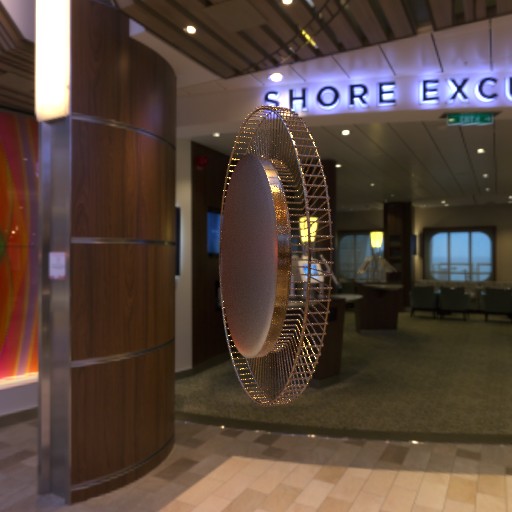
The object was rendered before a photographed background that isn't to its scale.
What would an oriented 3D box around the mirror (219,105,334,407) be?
[{"bbox_3d":[0.000,0.000,1.090,0.067,0.703,0.703,0,0,-17],"label":"mirror"}]
